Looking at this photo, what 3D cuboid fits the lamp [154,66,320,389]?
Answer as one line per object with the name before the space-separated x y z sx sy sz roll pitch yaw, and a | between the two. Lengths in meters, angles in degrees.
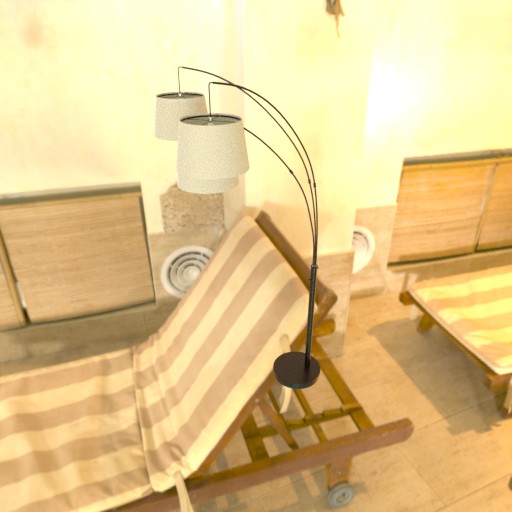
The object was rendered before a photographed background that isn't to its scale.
lamp | 0.000 0.000 2.518 0.924 1.950 0.951 -9 30 -16
